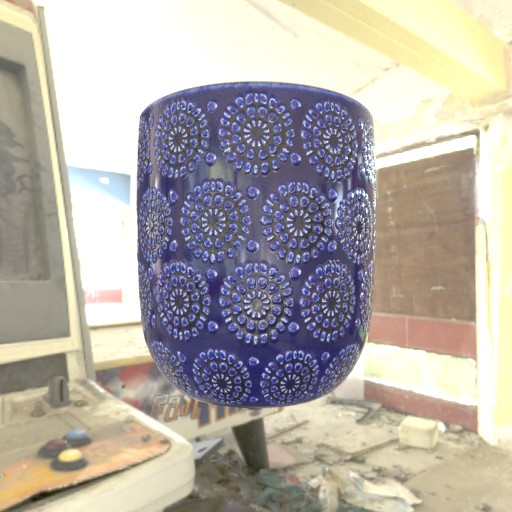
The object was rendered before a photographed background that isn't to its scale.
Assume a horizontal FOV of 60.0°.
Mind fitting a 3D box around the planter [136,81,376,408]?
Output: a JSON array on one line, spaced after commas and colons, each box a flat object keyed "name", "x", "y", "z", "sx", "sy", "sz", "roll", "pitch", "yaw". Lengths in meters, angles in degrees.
[{"name": "planter", "x": 0.000, "y": 0.000, "z": 0.351, "sx": 0.184, "sy": 0.206, "sz": 0.184, "roll": 0, "pitch": -2, "yaw": 0}]
